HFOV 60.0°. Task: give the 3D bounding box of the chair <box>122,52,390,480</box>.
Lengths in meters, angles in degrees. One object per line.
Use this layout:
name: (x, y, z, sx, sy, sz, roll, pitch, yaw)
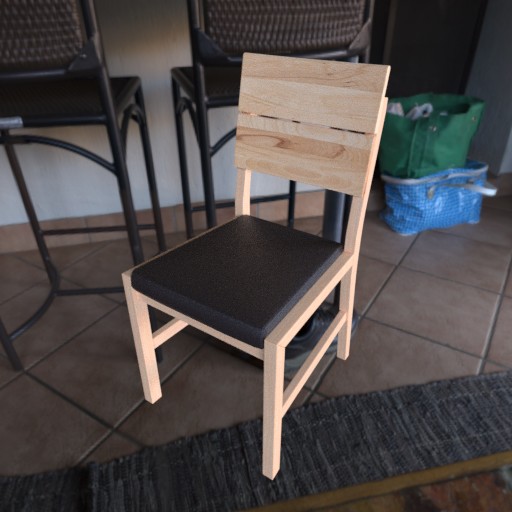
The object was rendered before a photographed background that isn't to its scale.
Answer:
chair: (0.000, 0.000, 1.225, 0.475, 0.950, 0.560, 20, 37, 29)
